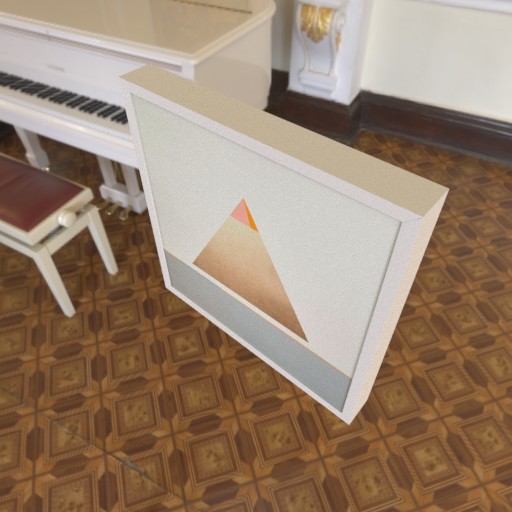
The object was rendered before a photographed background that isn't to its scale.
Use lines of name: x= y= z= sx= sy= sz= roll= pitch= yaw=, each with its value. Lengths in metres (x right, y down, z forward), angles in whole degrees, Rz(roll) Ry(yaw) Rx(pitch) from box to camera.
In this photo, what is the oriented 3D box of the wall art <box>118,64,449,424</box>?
wall art: x=0.000 y=0.000 z=0.462 sx=0.305 sy=0.304 sz=0.038 roll=32 pitch=54 yaw=27
